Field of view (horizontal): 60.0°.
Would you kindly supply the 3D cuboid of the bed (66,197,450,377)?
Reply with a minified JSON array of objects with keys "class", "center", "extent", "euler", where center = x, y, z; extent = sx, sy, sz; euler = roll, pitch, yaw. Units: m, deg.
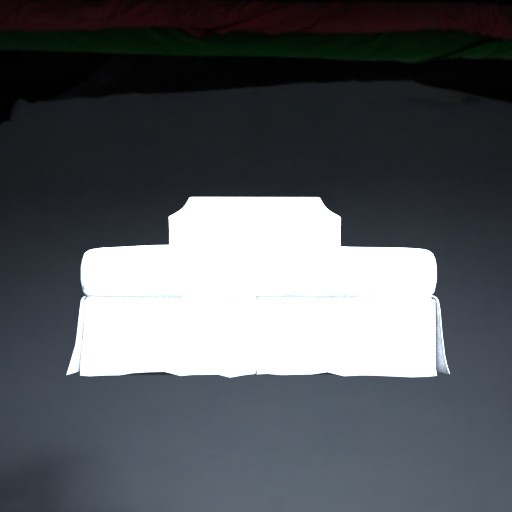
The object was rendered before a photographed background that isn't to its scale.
[{"class":"bed","center":[0.000,0.000,3.485],"extent":[1.977,1.293,2.498],"euler":[0,-1,-1]}]
